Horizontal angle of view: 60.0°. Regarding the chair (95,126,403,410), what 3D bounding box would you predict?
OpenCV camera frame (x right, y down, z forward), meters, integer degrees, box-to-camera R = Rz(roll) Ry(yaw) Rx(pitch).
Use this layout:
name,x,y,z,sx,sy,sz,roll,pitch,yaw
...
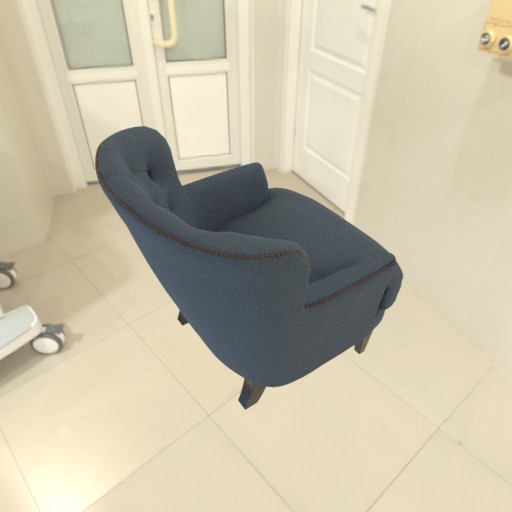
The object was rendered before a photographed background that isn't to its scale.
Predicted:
name,x,y,z,sx,sy,sz,roll,pitch,yaw
chair,0.000,0.000,1.597,0.906,0.868,0.848,-24,45,-26
